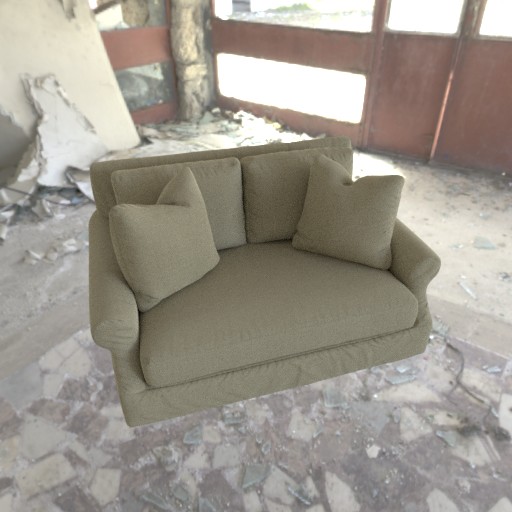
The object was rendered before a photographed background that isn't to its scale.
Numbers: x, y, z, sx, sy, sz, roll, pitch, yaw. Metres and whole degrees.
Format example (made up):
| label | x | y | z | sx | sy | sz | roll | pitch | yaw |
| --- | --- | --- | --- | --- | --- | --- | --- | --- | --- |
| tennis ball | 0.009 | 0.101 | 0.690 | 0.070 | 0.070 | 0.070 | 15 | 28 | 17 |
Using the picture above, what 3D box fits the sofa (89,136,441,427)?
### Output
| label | x | y | z | sx | sy | sz | roll | pitch | yaw |
| --- | --- | --- | --- | --- | --- | --- | --- | --- | --- |
| sofa | 0.000 | 0.000 | 2.182 | 1.550 | 0.905 | 1.070 | -10 | 35 | -14 |
